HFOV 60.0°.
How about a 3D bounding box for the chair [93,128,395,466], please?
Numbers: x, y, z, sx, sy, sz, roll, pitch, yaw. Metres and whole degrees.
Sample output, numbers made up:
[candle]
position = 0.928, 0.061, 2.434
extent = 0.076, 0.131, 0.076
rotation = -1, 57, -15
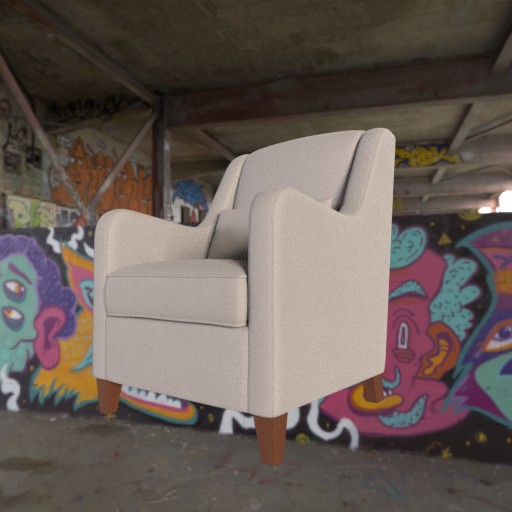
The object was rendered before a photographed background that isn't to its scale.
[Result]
[chair]
position = 0.000, 0.000, 1.548
extent = 0.715, 1.010, 0.863
rotation = -2, -3, 36
